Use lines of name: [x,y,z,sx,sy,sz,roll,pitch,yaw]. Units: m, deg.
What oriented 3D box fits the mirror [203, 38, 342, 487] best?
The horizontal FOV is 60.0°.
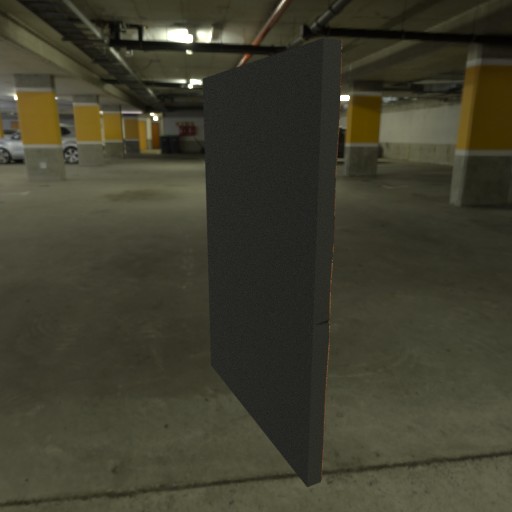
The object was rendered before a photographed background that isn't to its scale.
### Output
mirror: [0.000,0.000,1.136,0.044,0.912,0.606,-7,17,-25]
